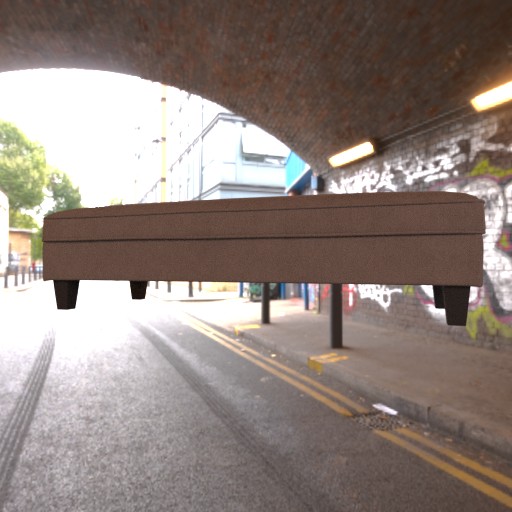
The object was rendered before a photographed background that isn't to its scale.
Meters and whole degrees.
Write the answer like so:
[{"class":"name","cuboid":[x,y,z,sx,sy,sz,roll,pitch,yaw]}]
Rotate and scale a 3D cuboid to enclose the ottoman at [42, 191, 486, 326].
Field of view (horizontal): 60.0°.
[{"class":"ottoman","cuboid":[0.000,0.000,1.988,1.764,0.470,0.751,0,-1,18]}]
